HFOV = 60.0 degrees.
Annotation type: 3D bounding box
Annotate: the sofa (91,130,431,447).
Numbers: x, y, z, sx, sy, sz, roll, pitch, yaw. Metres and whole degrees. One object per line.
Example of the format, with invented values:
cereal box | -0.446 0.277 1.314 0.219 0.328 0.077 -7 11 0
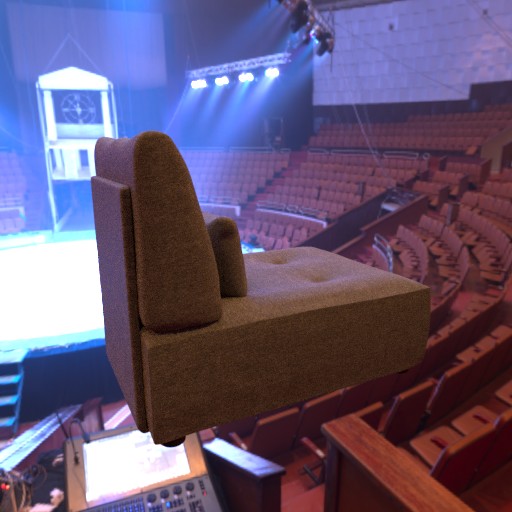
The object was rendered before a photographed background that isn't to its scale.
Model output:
sofa | 0.000 0.000 1.568 1.000 0.820 0.700 -7 15 -26
